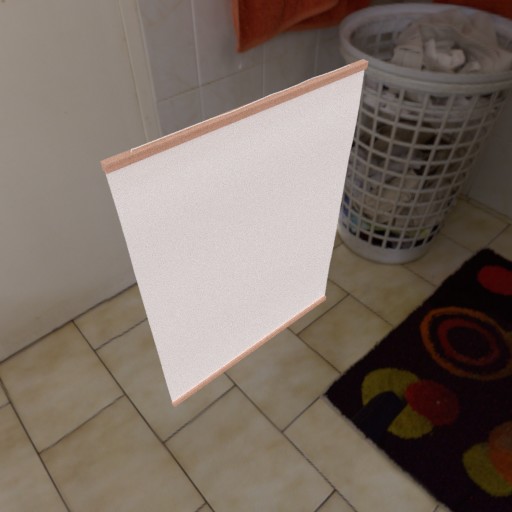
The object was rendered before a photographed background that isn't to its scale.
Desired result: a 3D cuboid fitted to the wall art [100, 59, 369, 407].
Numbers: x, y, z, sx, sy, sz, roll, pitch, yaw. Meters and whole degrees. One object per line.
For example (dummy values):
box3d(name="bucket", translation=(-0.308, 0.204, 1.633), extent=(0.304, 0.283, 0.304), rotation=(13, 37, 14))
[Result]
box3d(name="wall art", translation=(0.000, 0.000, 1.370), extent=(0.758, 1.013, 0.020), rotation=(-31, 53, -26))
